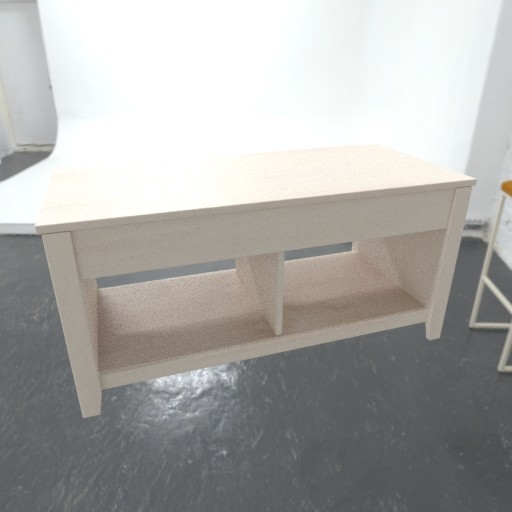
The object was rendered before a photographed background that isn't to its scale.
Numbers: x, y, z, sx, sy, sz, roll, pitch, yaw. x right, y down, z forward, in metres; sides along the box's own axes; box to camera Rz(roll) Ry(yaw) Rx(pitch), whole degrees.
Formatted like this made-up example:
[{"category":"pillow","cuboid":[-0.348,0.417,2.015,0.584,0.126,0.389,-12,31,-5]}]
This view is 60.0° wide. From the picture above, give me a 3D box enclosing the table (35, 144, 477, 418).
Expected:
[{"category":"table","cuboid":[0.000,0.000,1.266,1.016,0.483,0.457,-8,27,-16]}]
